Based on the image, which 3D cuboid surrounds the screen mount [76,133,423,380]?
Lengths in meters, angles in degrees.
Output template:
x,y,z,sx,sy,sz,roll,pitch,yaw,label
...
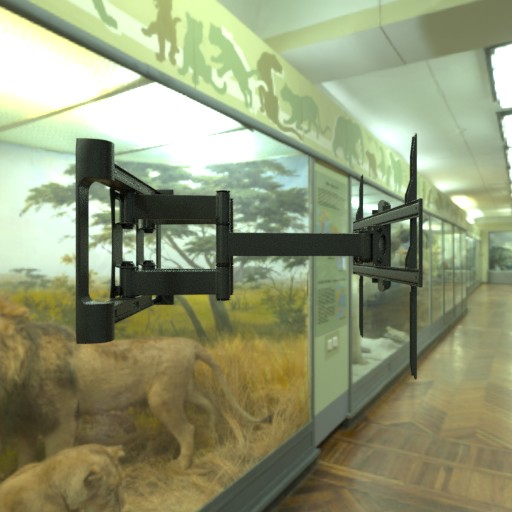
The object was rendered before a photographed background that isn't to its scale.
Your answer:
x,y,z,sx,sy,sz,roll,pitch,yaw,label
0.000,0.000,0.956,0.556,0.424,0.571,0,0,0,screen mount
